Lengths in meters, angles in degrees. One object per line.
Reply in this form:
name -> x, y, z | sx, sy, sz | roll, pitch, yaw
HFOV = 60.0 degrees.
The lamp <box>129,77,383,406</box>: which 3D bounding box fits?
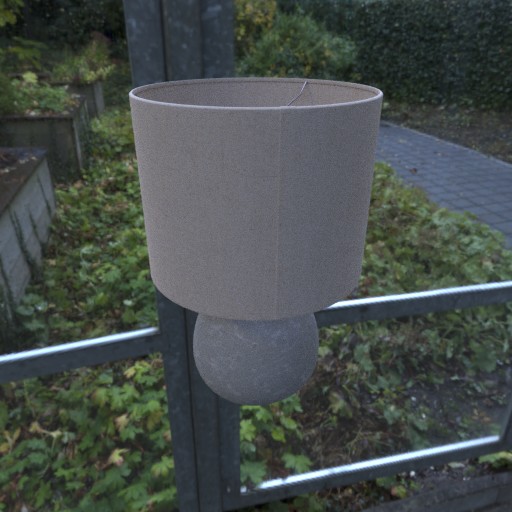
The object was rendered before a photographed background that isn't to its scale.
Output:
lamp -> 0.000, 0.000, 0.575 | 0.269, 0.409, 0.269 | 0, 27, 0
